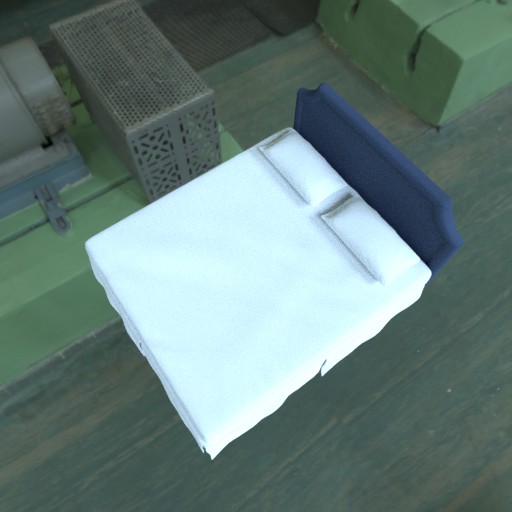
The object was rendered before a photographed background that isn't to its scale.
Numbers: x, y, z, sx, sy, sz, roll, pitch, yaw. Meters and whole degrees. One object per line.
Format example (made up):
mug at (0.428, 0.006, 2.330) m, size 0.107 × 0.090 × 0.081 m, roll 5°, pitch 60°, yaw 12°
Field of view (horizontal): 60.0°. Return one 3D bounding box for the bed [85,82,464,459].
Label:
bed at (0.000, 0.000, 4.177) m, size 2.773 × 1.488 × 2.350 m, roll -33°, pitch 68°, yaw -15°
